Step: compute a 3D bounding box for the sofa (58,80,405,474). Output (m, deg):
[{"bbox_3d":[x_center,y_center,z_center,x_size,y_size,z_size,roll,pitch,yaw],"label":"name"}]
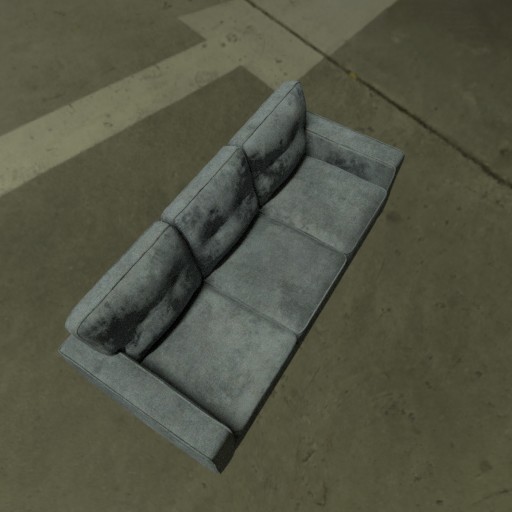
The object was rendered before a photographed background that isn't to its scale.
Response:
[{"bbox_3d":[0.000,0.000,2.599,0.939,0.965,2.133,29,63,16],"label":"sofa"}]
